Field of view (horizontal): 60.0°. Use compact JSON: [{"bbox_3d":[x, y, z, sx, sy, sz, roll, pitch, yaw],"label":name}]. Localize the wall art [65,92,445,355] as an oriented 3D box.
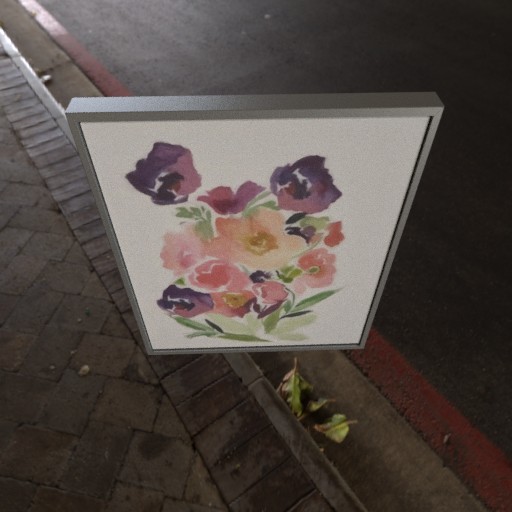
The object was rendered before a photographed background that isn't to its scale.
[{"bbox_3d":[0.000,0.000,0.740,0.452,0.549,0.038,-1,47,-1],"label":"wall art"}]
